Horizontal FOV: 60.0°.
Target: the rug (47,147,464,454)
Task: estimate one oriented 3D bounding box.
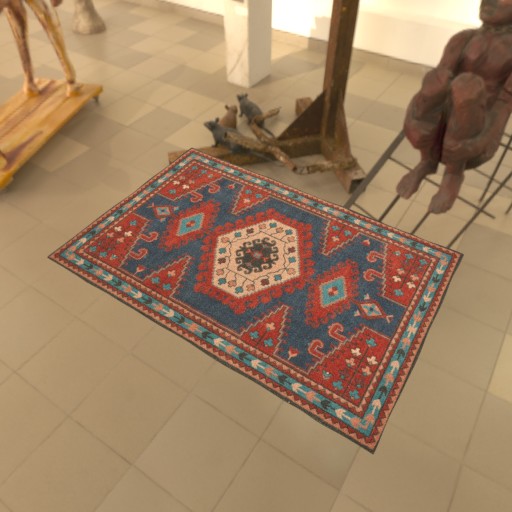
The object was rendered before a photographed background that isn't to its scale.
[{"bbox_3d":[0.000,0.000,2.312,1.820,0.012,1.207,25,52,22],"label":"rug"}]
